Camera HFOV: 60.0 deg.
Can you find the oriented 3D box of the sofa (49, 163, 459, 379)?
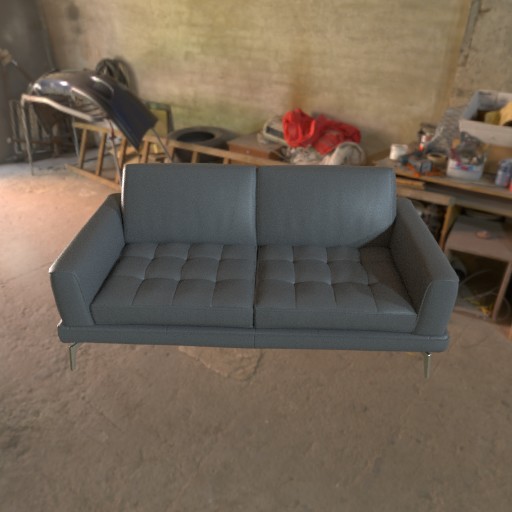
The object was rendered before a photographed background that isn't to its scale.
[{"bbox_3d":[0.000,0.000,2.757,2.177,0.930,1.121,1,31,2],"label":"sofa"}]
